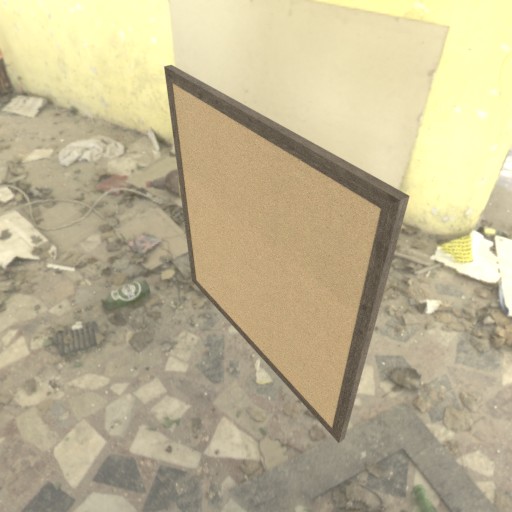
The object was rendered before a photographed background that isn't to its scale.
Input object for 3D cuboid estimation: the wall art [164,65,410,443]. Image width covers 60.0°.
[{"bbox_3d":[0.000,0.000,0.692,0.013,0.457,0.457,-26,47,-27],"label":"wall art"}]
